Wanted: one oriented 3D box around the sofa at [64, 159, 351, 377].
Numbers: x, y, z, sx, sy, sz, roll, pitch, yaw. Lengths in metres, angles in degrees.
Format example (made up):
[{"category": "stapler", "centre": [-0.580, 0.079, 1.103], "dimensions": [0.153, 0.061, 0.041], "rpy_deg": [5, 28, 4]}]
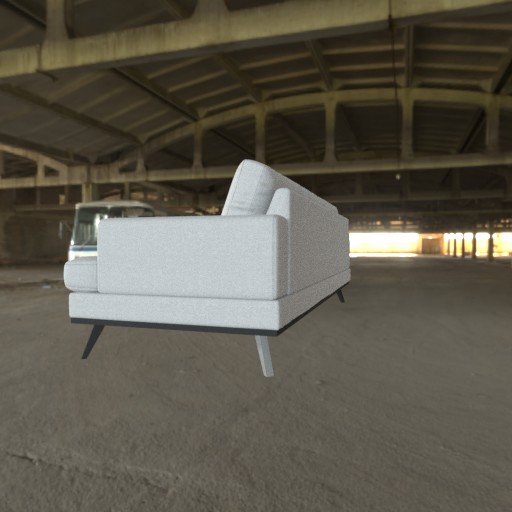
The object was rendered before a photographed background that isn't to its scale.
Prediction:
[{"category": "sofa", "centre": [0.000, 0.000, 2.748], "dimensions": [0.920, 0.810, 2.310], "rpy_deg": [0, 1, 18]}]
